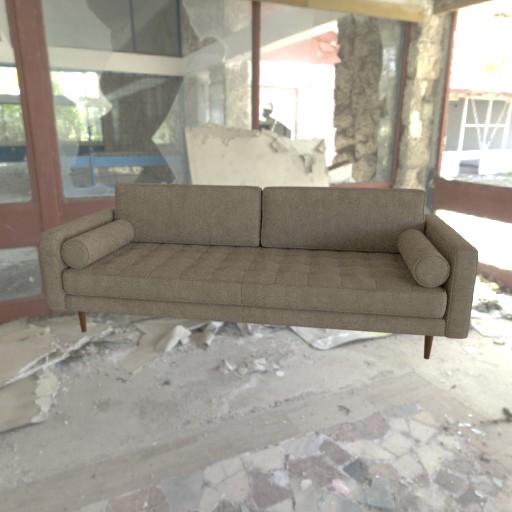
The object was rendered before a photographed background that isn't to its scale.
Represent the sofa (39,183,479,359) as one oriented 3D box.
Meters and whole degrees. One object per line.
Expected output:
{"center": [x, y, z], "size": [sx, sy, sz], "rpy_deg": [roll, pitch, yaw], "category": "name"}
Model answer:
{"center": [0.000, 0.000, 2.610], "size": [2.200, 0.770, 0.919], "rpy_deg": [3, 16, 9], "category": "sofa"}
